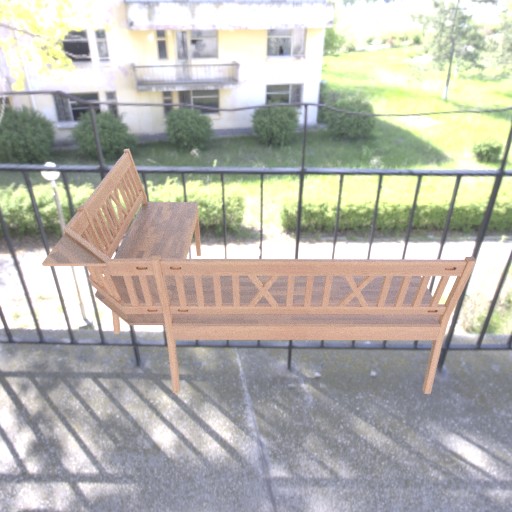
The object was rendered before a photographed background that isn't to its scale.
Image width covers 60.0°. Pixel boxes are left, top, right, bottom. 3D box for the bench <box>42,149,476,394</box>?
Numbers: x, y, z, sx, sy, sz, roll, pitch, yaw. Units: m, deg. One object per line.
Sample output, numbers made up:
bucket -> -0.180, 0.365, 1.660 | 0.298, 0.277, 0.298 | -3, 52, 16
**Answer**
bench -> 0.000, 0.000, 2.833 | 1.937, 0.902, 1.537 | 0, 32, 0
